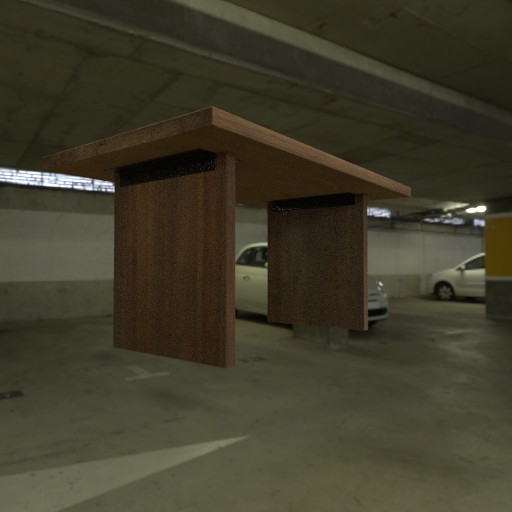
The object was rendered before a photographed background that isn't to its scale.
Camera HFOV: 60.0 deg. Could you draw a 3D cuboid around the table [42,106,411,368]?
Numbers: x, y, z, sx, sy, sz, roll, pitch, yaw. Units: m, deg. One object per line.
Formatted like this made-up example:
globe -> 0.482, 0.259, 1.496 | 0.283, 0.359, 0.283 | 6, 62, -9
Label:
table -> 0.000, 0.000, 2.130 | 0.946, 0.780, 1.609 | -1, -2, 38
